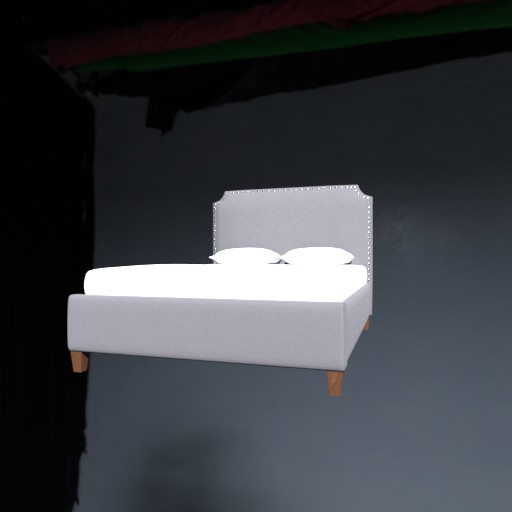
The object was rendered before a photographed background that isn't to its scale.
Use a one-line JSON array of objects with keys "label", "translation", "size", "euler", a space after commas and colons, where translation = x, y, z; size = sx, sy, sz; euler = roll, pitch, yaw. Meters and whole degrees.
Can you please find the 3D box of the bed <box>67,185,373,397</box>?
[{"label": "bed", "translation": [0.000, 0.000, 3.586], "size": [1.713, 1.443, 2.372], "euler": [0, 0, 18]}]
